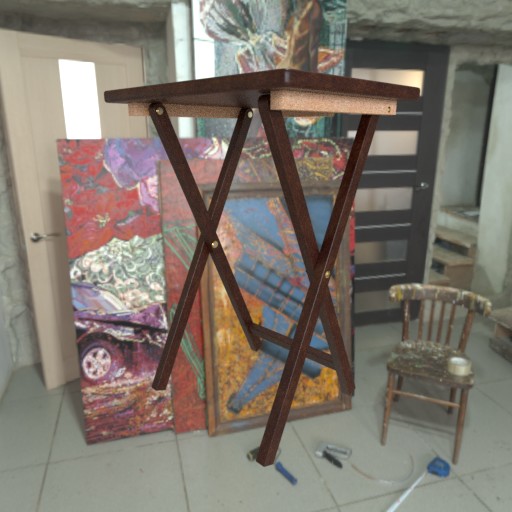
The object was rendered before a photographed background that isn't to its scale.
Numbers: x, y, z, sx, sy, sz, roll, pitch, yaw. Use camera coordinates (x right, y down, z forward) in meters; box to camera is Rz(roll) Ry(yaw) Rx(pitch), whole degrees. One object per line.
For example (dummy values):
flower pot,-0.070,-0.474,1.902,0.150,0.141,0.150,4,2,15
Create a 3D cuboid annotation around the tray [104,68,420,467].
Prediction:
tray,0.000,0.000,0.935,0.483,0.660,0.381,15,22,43
